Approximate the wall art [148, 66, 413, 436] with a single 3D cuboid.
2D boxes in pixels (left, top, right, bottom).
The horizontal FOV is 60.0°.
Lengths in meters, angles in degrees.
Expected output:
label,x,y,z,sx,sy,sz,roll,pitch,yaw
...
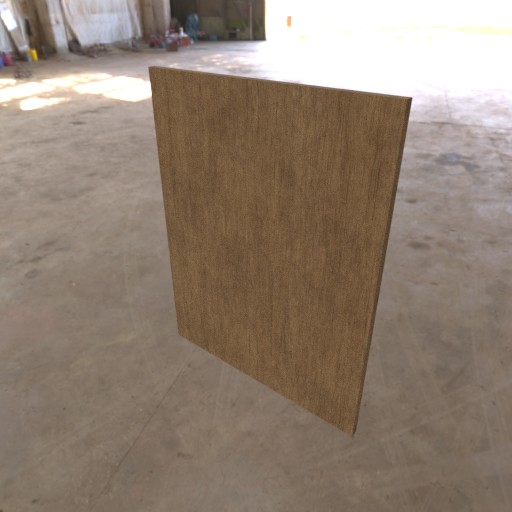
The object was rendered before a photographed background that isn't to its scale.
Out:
label,x,y,z,sx,sy,sz,roll,pitch,yaw
wall art,0.000,0.000,0.916,0.534,0.686,0.018,22,36,32
